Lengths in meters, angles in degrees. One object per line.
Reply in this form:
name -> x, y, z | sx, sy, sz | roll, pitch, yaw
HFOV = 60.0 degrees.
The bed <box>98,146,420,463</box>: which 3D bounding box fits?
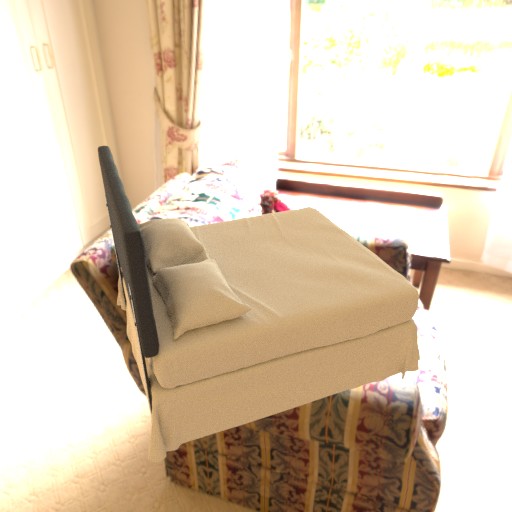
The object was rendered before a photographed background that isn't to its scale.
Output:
bed -> 0.000, 0.000, 3.560 | 2.222, 1.577, 1.936 | -11, 32, -19
